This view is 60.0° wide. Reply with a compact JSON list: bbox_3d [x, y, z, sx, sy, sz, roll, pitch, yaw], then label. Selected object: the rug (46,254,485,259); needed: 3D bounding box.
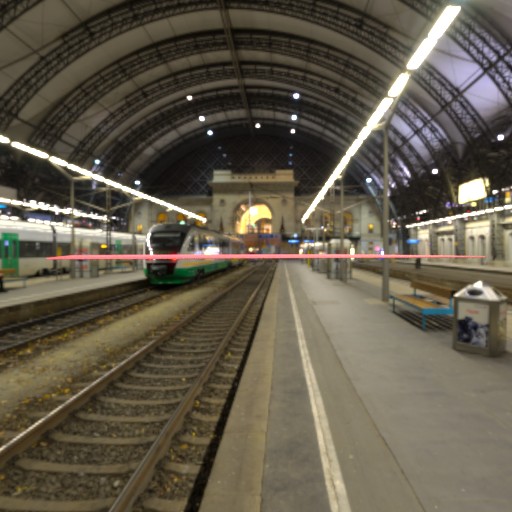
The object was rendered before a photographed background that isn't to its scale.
[{"bbox_3d":[0.000,0.000,3.037,2.423,0.010,1.534,0,1,-18],"label":"rug"}]
